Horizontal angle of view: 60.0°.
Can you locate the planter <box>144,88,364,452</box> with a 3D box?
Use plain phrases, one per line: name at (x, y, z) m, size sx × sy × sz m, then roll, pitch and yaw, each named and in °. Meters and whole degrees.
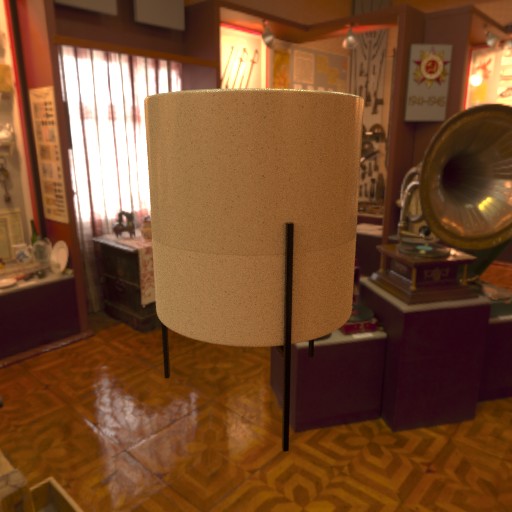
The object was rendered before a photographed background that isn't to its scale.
planter at (0.000, 0.000, 0.712) m, size 0.314 × 0.475 × 0.323 m, roll 14°, pitch 20°, yaw 42°
